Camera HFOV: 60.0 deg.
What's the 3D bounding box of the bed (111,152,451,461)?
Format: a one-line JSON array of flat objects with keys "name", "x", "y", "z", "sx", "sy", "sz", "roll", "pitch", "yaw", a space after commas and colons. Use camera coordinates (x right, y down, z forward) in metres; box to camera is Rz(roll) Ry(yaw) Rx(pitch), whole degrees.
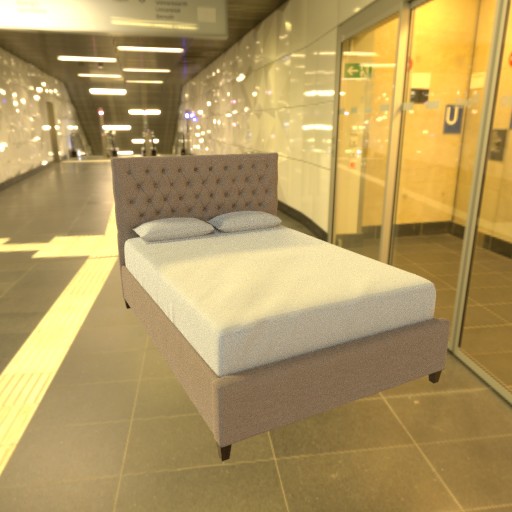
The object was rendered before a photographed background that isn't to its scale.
[{"name": "bed", "x": 0.000, "y": 0.000, "z": 3.479, "sx": 1.698, "sy": 1.427, "sz": 2.387, "roll": -8, "pitch": 18, "yaw": -26}]
